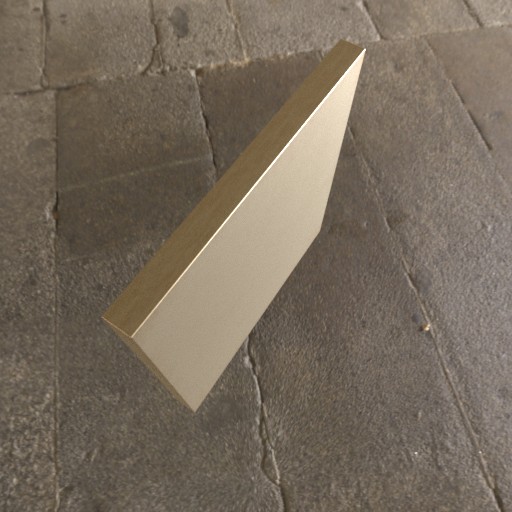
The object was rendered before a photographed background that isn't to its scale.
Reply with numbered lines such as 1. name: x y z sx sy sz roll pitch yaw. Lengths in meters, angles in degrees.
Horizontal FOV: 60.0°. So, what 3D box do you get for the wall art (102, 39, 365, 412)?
1. wall art: 0.000 0.000 0.759 0.040 0.506 0.503 30 67 15
